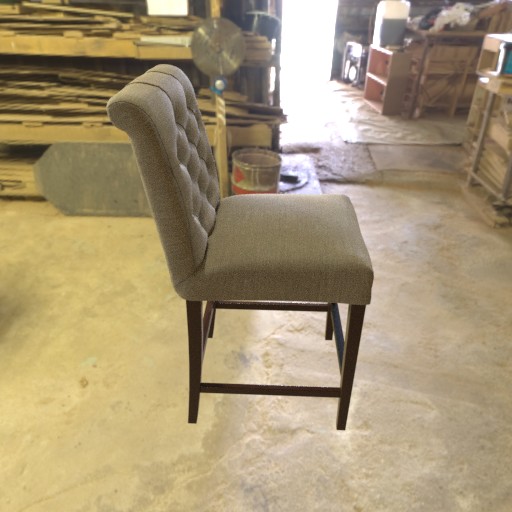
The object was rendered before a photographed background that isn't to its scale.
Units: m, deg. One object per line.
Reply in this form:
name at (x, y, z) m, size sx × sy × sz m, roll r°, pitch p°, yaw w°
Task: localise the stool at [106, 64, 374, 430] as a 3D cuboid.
stool at (0.000, 0.000, 1.420) m, size 0.660 × 1.084 × 0.486 m, roll 1°, pitch 32°, yaw 2°
